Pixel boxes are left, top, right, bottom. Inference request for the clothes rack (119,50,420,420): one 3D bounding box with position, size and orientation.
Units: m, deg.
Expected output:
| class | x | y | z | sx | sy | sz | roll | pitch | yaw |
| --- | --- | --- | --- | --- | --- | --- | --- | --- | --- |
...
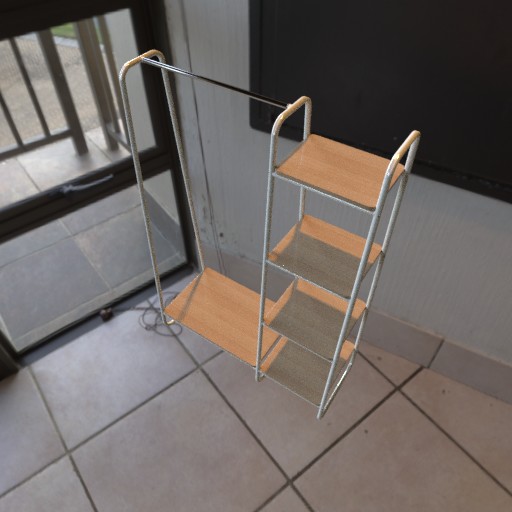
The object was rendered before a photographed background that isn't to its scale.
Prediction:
| class | x | y | z | sx | sy | sz | roll | pitch | yaw |
| --- | --- | --- | --- | --- | --- | --- | --- | --- | --- |
| clothes rack | 0.000 | 0.000 | 1.940 | 1.011 | 1.500 | 0.400 | 26 | 52 | 22 |
